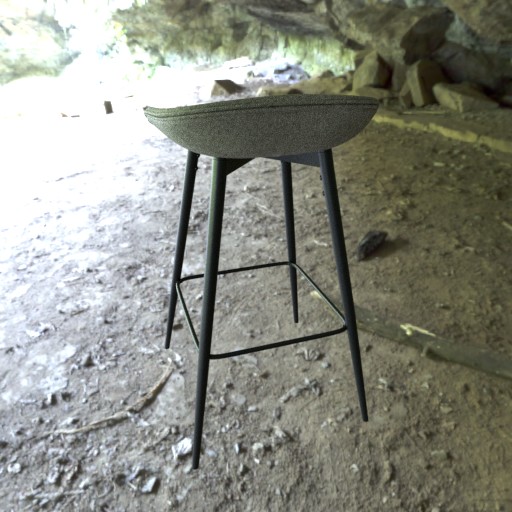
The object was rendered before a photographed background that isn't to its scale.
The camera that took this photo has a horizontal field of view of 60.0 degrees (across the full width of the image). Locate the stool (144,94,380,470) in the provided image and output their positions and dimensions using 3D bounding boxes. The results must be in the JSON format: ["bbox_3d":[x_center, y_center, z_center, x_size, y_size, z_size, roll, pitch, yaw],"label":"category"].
[{"bbox_3d":[0.000,0.000,1.117,0.469,0.814,0.480,-8,28,-16],"label":"stool"}]
